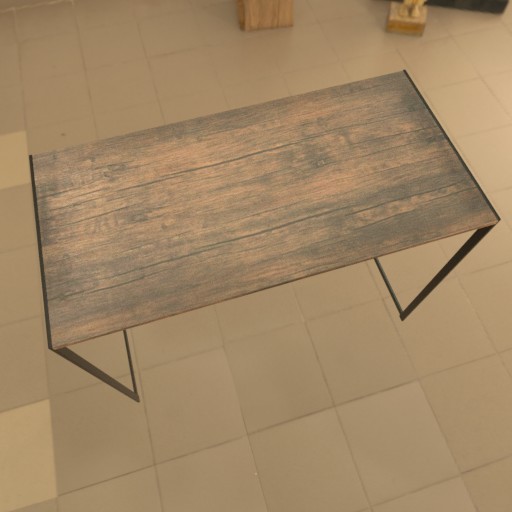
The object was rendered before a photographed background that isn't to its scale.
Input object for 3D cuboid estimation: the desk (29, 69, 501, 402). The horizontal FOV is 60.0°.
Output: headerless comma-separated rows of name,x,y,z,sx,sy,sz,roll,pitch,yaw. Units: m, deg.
desk,0.000,0.000,1.385,1.015,0.747,0.505,-15,65,-7
